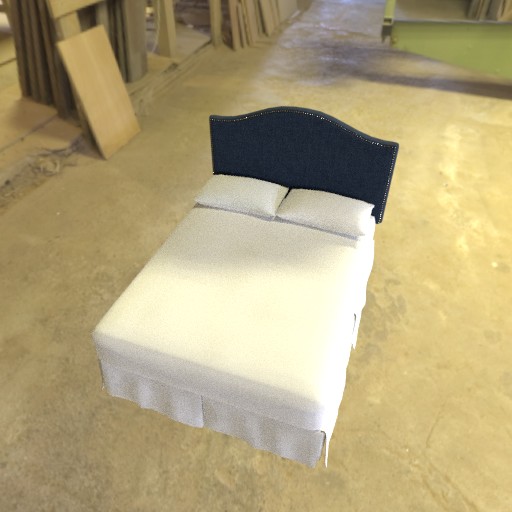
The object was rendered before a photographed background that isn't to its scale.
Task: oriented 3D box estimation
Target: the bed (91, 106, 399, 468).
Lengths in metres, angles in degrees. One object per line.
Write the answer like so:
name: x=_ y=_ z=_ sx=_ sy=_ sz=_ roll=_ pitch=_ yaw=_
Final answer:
bed: x=0.000 y=0.000 z=3.355 sx=1.713 sy=1.518 sz=2.153 roll=13 pitch=42 yaw=15
